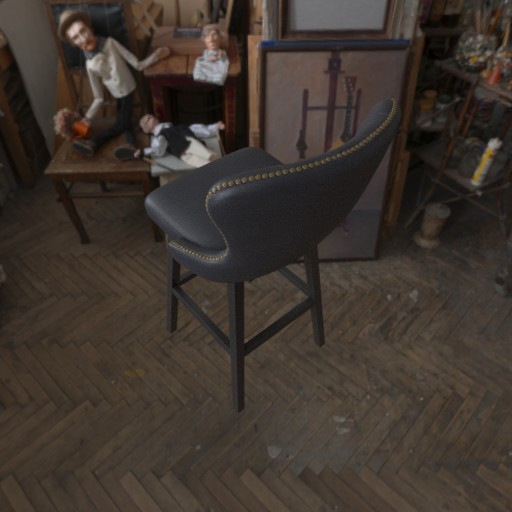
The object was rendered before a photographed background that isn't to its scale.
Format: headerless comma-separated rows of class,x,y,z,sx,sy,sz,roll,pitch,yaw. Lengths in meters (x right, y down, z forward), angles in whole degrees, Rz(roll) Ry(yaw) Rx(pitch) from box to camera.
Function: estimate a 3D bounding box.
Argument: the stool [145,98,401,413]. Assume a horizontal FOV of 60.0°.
stool,0.000,0.000,1.356,0.528,1.050,0.601,-32,54,-26
